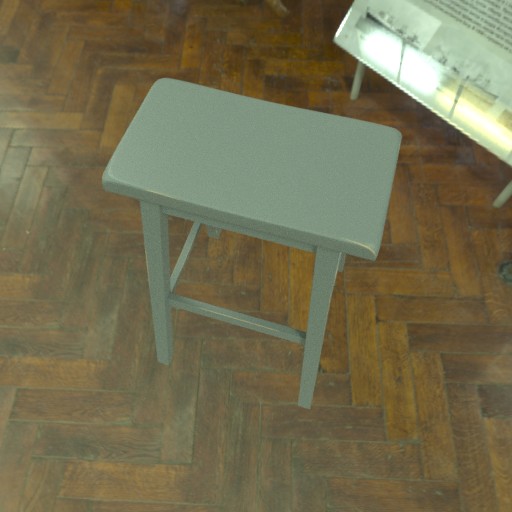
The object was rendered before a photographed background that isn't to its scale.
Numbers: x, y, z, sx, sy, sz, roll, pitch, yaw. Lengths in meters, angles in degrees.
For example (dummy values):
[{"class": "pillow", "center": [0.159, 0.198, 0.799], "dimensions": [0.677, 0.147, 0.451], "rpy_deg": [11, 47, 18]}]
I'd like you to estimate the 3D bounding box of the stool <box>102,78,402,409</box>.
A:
[{"class": "stool", "center": [0.000, 0.000, 1.046], "dimensions": [0.457, 0.737, 0.476], "rpy_deg": [15, 64, 8]}]
